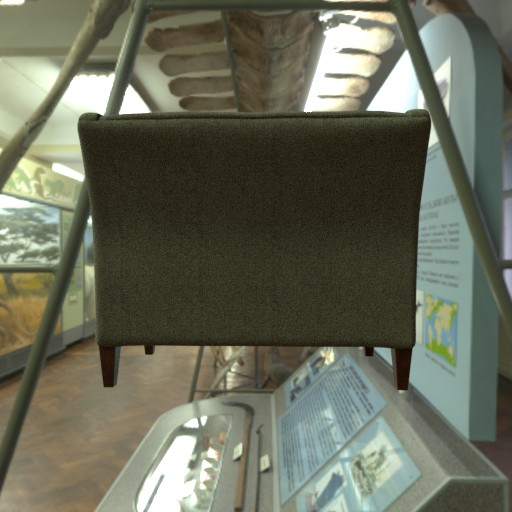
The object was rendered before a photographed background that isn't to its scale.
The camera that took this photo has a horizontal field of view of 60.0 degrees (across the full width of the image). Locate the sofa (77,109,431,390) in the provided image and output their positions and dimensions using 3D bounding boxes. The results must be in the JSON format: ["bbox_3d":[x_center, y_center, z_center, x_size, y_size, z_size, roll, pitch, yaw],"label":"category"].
[{"bbox_3d":[0.000,0.000,1.936,1.242,1.021,0.870,0,0,2],"label":"sofa"}]
